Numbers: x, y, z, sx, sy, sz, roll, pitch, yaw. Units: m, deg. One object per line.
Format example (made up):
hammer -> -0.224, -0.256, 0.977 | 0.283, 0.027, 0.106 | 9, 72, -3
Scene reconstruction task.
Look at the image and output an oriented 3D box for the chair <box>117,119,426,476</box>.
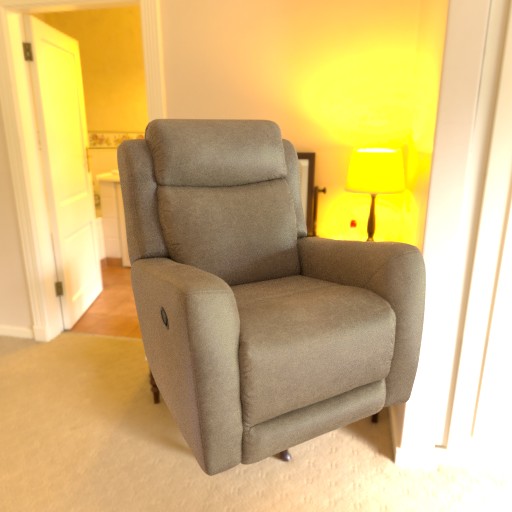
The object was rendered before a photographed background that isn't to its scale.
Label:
chair -> 0.000, 0.000, 1.870 | 0.965, 1.116, 1.068 | -8, 18, -26
